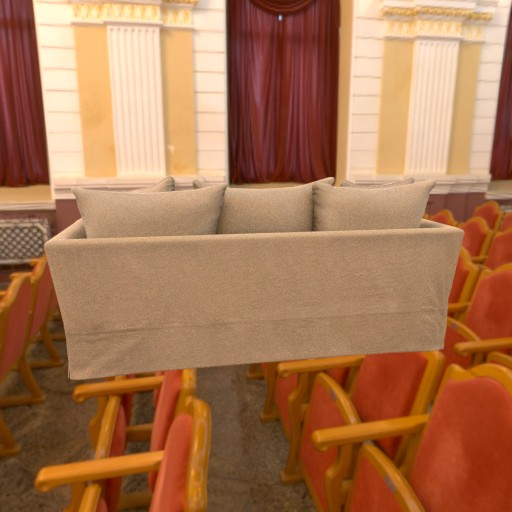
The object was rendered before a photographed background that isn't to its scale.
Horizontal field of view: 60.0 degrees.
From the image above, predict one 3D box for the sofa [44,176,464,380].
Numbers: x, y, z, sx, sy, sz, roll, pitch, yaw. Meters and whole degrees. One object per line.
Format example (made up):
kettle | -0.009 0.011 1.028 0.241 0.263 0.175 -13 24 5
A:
sofa | 0.000 0.000 2.872 2.290 1.034 1.031 -2 13 -10
